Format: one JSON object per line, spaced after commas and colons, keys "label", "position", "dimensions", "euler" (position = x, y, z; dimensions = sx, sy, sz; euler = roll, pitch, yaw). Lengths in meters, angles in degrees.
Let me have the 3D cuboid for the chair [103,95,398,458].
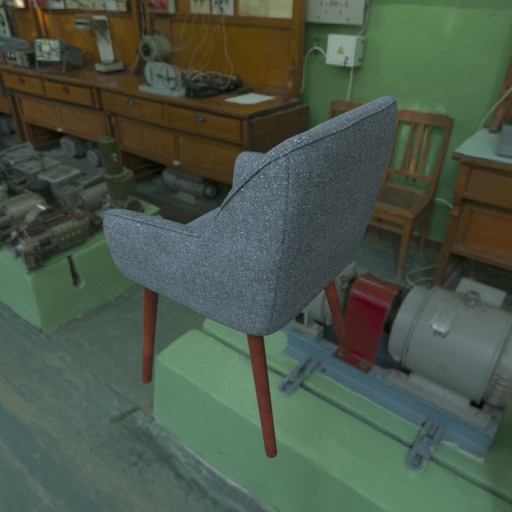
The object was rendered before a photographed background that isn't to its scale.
{"label": "chair", "position": [0.000, 0.000, 1.156], "dimensions": [0.519, 0.803, 0.543], "euler": [21, 37, 30]}
